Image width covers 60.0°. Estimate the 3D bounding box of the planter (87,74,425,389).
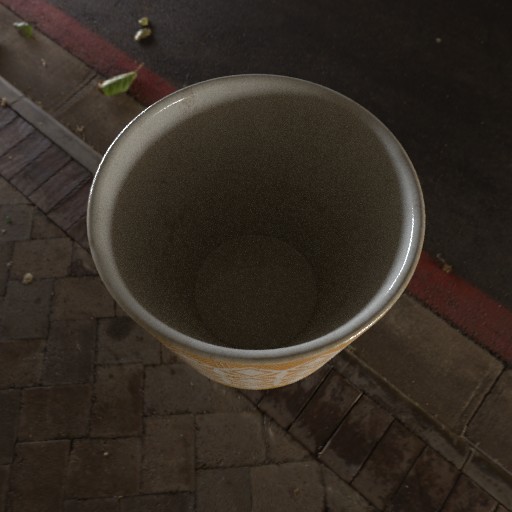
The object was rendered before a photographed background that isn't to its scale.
[{"bbox_3d":[0.000,0.000,0.329,0.193,0.165,0.193,0,65,0],"label":"planter"}]
